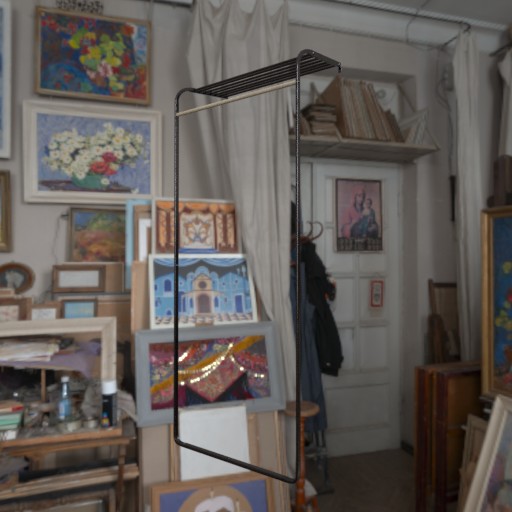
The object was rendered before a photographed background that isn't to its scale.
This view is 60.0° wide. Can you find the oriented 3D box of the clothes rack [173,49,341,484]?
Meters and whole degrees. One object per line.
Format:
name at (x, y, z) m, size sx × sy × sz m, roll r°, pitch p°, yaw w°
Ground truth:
clothes rack at (0.000, 0.000, 1.830) m, size 0.609 × 1.574 × 0.349 m, roll -1°, pitch -1°, yaw 36°
